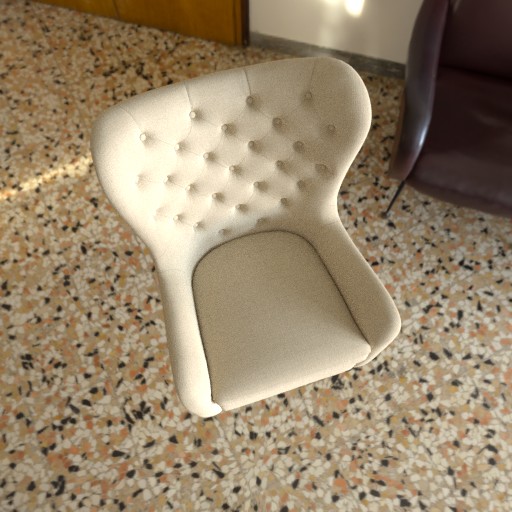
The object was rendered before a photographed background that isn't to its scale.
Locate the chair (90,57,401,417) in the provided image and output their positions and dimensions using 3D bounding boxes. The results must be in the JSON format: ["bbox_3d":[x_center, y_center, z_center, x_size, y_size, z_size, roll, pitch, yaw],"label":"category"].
[{"bbox_3d":[0.000,0.000,1.667,0.831,1.079,0.929,-17,66,-8],"label":"chair"}]
